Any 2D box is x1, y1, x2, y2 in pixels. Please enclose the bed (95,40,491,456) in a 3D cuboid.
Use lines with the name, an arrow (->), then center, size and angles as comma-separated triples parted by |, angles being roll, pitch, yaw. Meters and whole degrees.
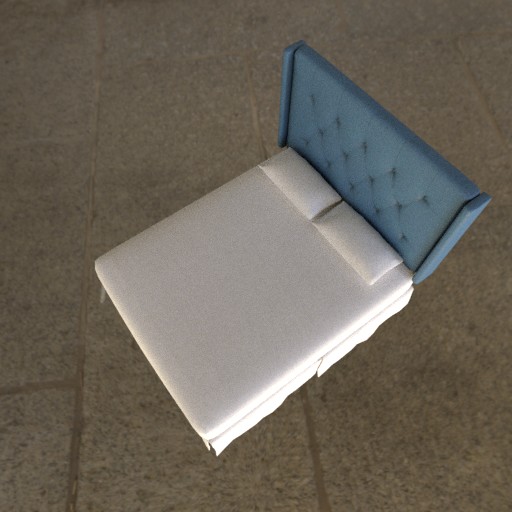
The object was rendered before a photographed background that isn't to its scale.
bed -> 0.000, 0.000, 3.232 | 2.078, 1.665, 1.719 | -33, 67, -16
